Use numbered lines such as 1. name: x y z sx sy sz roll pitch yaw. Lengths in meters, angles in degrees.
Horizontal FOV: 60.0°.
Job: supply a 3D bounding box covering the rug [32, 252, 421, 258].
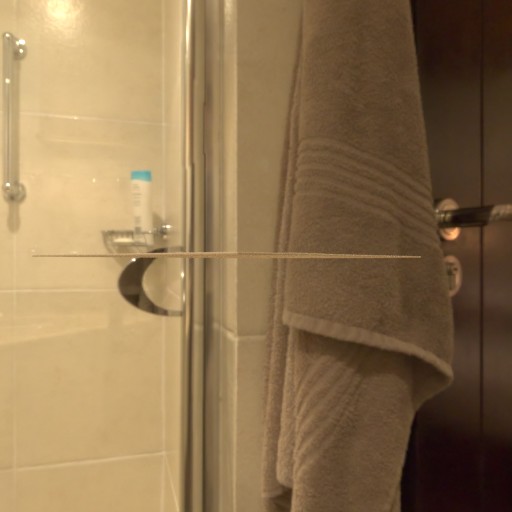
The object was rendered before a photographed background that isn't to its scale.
1. rug: 0.000 0.000 2.415 1.232 0.015 1.825 0 -1 37
